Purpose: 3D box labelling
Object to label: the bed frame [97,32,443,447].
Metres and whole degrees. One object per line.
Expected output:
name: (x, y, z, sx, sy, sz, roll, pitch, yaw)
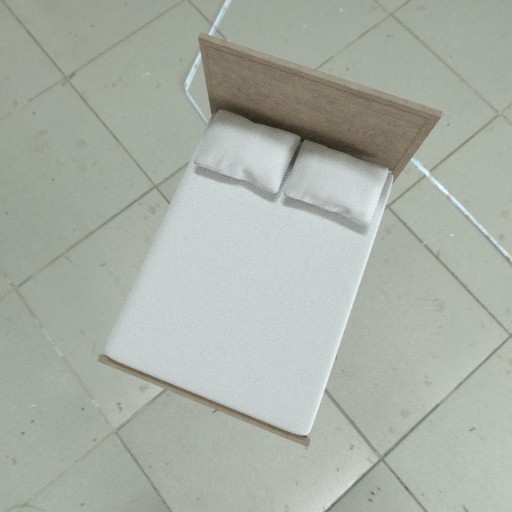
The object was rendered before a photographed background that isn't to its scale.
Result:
bed frame: (0.000, 0.000, 3.184, 1.606, 1.369, 2.189, 20, 76, 5)
